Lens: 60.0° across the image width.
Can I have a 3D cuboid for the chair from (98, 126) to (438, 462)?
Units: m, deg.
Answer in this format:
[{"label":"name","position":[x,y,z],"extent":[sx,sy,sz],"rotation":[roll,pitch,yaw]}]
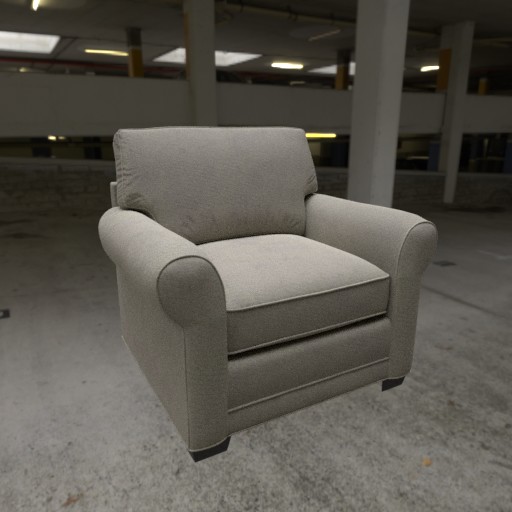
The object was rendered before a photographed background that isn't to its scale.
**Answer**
[{"label":"chair","position":[0.000,0.000,1.860],"extent":[1.147,1.044,0.939],"rotation":[-9,18,-28]}]
